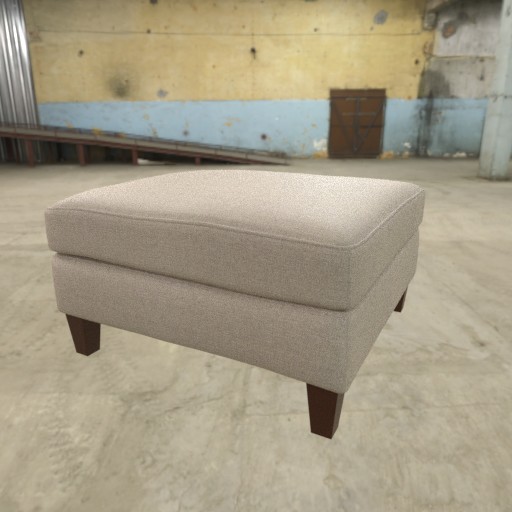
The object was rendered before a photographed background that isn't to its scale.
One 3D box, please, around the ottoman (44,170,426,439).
[{"bbox_3d":[0.000,0.000,1.344,0.838,0.481,0.838,9,19,27],"label":"ottoman"}]
